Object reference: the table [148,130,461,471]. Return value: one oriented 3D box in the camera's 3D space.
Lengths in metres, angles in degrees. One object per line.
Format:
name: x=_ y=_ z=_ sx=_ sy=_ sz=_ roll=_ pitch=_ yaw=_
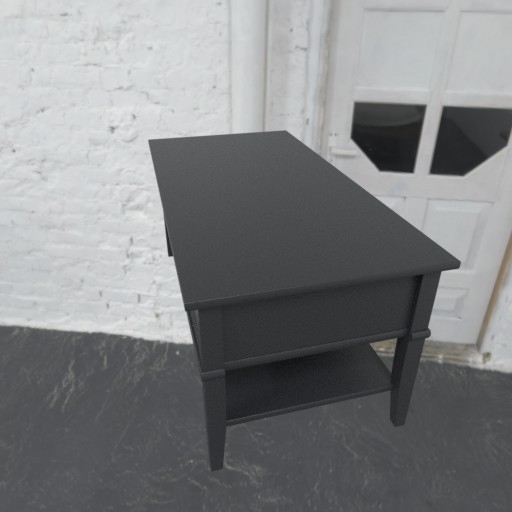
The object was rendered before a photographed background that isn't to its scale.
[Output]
table: x=0.000 y=0.000 z=1.332 sx=0.523 sy=0.470 sz=1.044 roll=-8 pitch=30 yaw=-13
